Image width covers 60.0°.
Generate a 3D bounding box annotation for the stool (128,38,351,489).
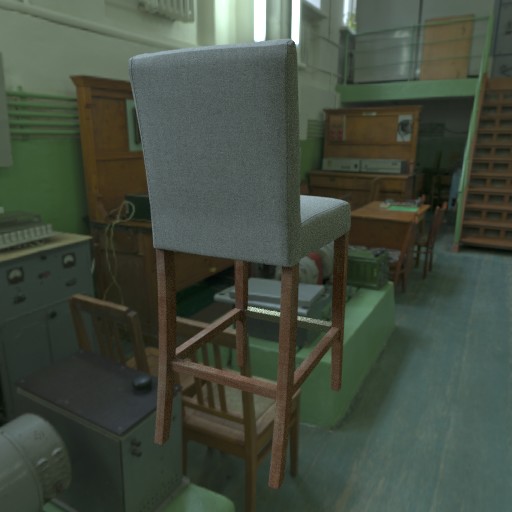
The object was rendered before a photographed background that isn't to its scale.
[{"bbox_3d":[0.000,0.000,1.342,0.439,1.088,0.570,8,17,26],"label":"stool"}]
